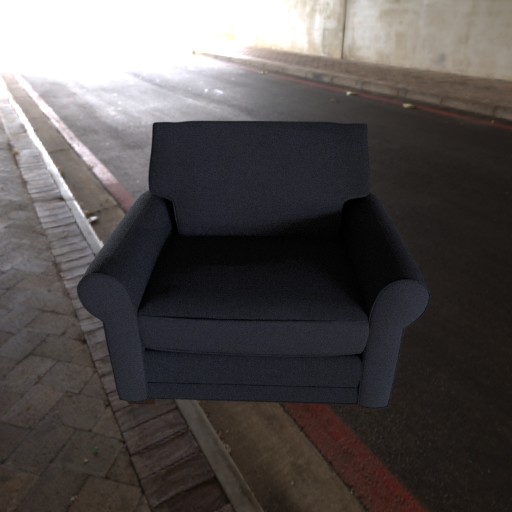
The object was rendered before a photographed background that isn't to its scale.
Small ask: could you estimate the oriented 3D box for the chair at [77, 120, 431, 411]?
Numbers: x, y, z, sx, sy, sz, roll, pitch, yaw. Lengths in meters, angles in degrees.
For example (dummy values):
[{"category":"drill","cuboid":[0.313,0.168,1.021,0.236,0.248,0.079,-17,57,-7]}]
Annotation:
[{"category":"chair","cuboid":[0.000,0.000,2.014,1.285,1.044,0.963,1,29,2]}]
